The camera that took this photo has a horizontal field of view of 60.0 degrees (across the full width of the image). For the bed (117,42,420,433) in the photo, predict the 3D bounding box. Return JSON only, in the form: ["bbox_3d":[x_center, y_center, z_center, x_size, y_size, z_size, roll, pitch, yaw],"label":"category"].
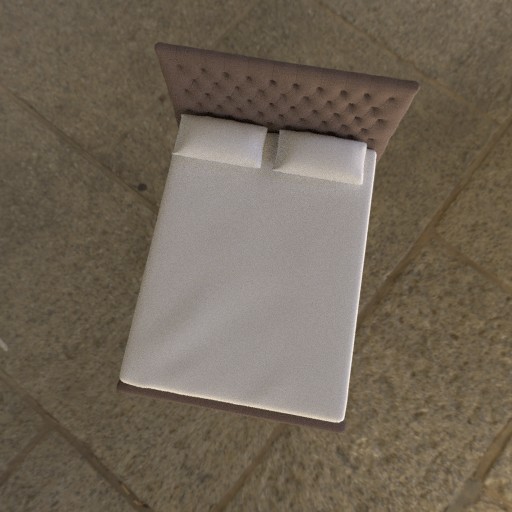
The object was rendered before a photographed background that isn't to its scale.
[{"bbox_3d":[0.000,0.000,3.191,1.696,1.426,2.233,10,76,2],"label":"bed"}]
